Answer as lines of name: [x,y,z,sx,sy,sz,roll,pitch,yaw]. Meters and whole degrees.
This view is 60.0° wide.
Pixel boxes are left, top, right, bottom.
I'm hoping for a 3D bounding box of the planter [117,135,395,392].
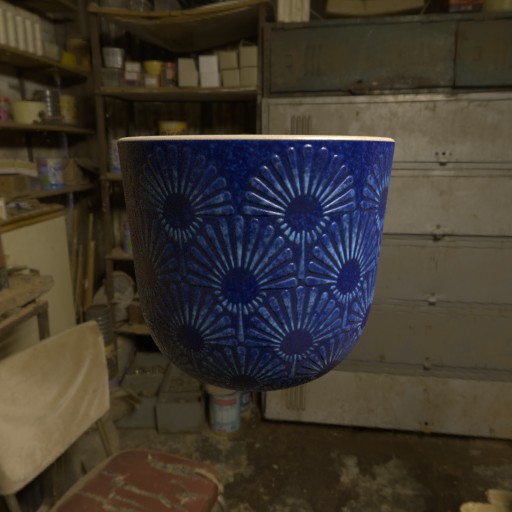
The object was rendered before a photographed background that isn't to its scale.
planter: [0.000,0.000,0.300,0.170,0.153,0.170,0,13,0]
